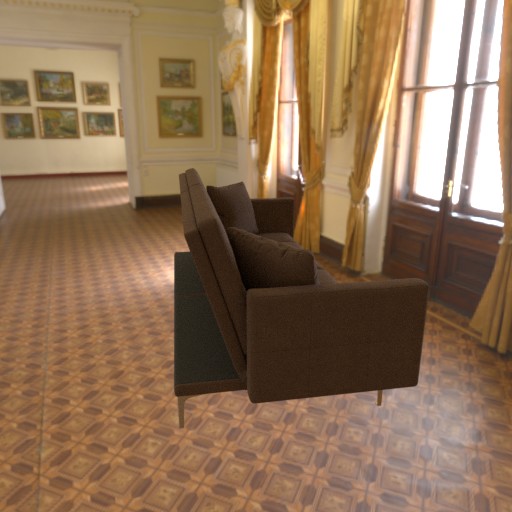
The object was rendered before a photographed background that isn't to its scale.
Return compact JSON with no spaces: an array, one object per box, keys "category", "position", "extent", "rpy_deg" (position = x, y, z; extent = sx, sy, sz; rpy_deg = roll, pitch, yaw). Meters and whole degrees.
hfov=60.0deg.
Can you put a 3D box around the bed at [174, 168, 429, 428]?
[{"category":"bed","position":[0.000,0.000,2.380],"extent":[0.889,0.787,1.905],"rpy_deg":[-3,17,-10]}]
